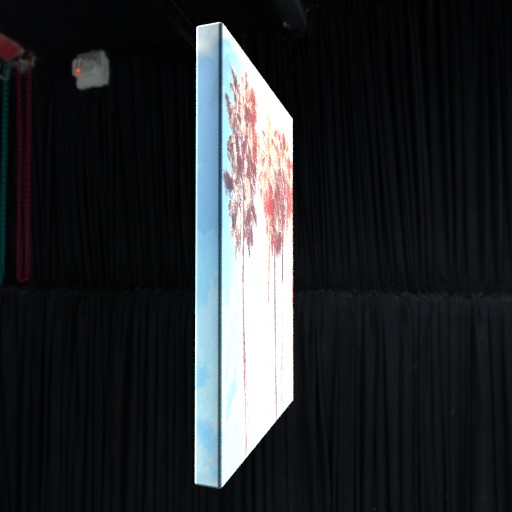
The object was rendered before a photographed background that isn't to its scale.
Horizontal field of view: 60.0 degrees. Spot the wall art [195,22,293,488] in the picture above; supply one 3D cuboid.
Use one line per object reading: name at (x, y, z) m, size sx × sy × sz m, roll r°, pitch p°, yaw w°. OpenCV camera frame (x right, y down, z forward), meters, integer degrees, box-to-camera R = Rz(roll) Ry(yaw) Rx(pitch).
wall art at (0.000, 0.000, 0.772) m, size 0.038 × 0.610 × 0.401 m, roll 0°, pitch -2°, yaw 18°
